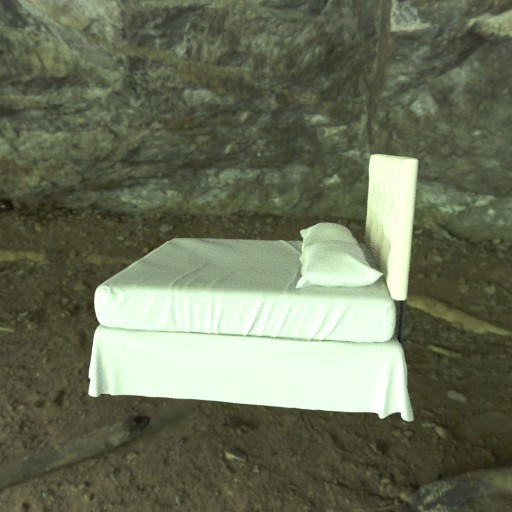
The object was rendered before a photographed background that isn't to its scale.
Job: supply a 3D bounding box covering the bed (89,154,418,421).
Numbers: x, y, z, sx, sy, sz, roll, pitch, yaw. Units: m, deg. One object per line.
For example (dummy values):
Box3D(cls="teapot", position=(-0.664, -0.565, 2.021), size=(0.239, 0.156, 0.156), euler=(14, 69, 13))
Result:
Box3D(cls="bed", position=(0.000, 0.000, 3.549), size=(2.222, 1.577, 1.936), euler=(2, 14, 8))
